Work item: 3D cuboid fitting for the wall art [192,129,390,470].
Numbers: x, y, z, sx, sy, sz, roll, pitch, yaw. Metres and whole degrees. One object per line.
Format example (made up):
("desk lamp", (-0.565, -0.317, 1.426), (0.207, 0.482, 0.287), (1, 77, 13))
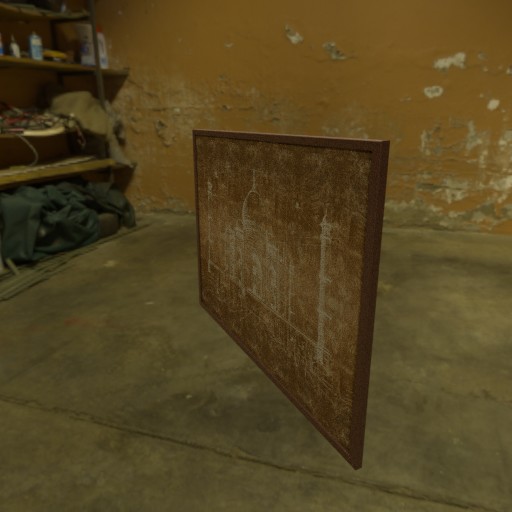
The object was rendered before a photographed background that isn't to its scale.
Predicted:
("wall art", (0.000, 0.000, 0.849), (0.014, 0.455, 0.660), (-8, 19, -25))
